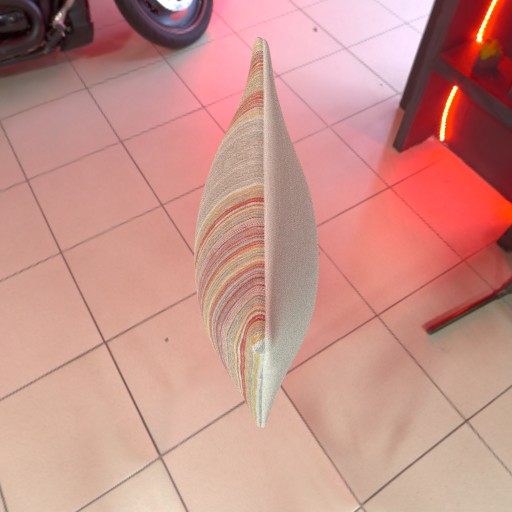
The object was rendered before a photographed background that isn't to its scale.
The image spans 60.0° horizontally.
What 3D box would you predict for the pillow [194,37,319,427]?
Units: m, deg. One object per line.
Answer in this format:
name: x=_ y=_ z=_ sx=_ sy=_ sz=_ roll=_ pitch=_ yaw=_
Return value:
pillow: x=0.000 y=0.000 z=0.693 sx=0.191 sy=0.449 sz=0.451 roll=0 pitch=59 yaw=0
